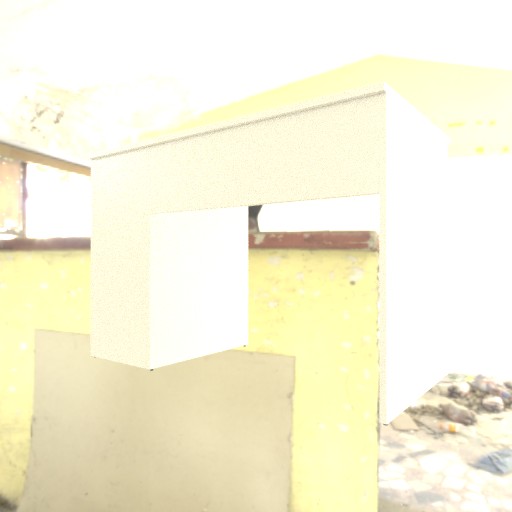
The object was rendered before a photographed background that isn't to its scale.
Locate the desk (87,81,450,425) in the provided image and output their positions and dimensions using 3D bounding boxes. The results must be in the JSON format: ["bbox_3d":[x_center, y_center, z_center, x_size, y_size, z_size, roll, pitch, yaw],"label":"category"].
[{"bbox_3d":[0.000,0.000,1.488,1.097,0.735,0.560,0,0,37],"label":"desk"}]
